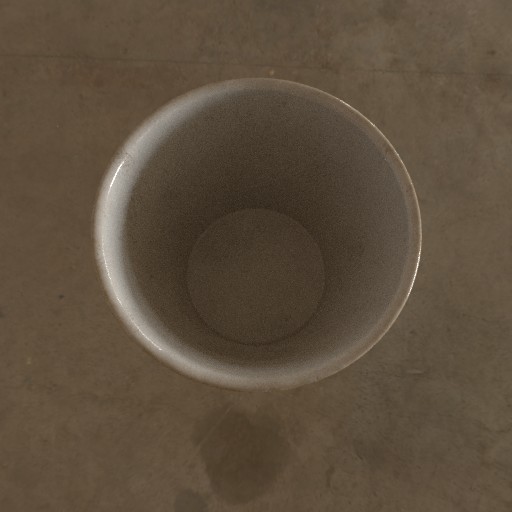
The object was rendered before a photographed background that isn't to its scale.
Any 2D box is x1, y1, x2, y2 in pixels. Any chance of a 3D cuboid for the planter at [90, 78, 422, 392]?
[{"bbox_3d":[0.000,0.000,0.337,0.192,0.165,0.192,0,75,0],"label":"planter"}]
